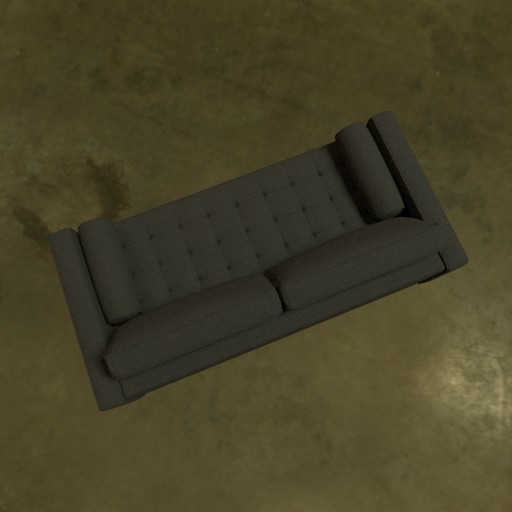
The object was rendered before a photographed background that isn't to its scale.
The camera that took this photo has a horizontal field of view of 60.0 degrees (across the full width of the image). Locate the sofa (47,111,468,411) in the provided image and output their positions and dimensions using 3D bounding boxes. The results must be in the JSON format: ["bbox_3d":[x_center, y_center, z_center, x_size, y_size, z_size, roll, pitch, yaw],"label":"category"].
[{"bbox_3d":[0.000,0.000,2.338,1.875,0.759,0.914,-21,78,-5],"label":"sofa"}]
